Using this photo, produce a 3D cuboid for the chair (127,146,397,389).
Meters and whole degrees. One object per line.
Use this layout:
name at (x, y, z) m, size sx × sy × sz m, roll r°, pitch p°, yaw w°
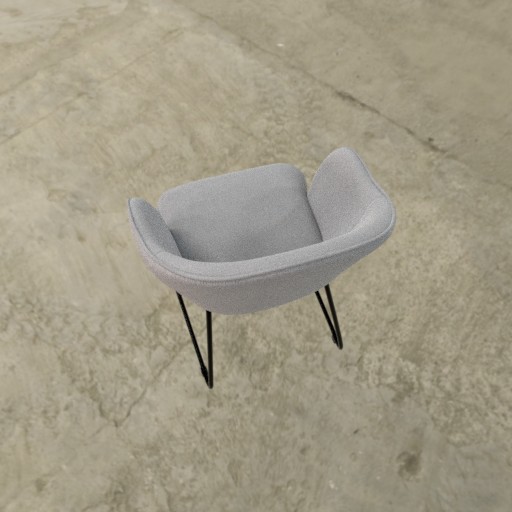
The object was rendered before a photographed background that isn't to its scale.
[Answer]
chair at (0.000, 0.000, 1.200) m, size 0.570 × 0.817 × 0.592 m, roll -15°, pitch 58°, yaw -10°
